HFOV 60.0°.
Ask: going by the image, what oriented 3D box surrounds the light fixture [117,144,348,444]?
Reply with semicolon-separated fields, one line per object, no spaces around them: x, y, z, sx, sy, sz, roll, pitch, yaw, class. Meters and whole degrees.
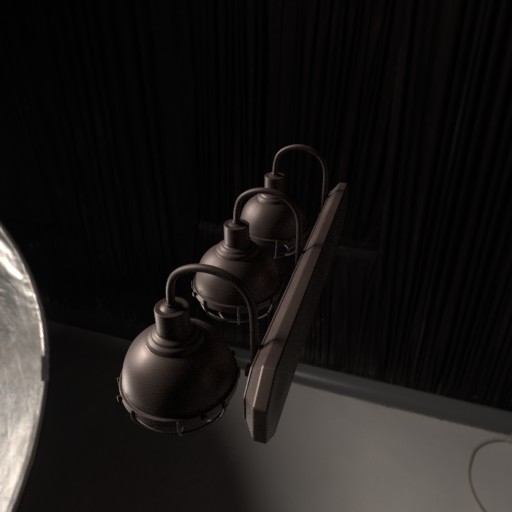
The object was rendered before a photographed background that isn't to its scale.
0.000;0.000;0.762;0.229;0.254;0.634;9;32;15;light fixture
